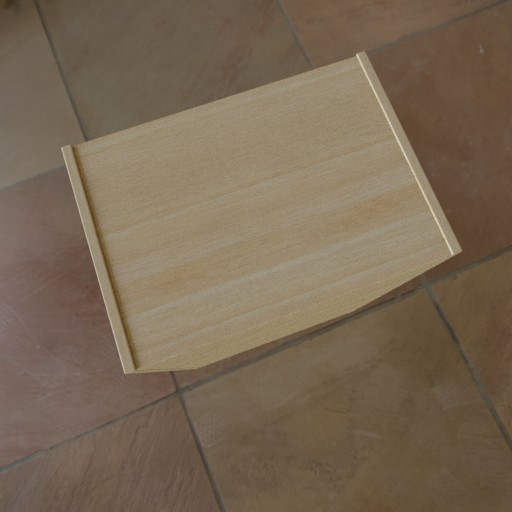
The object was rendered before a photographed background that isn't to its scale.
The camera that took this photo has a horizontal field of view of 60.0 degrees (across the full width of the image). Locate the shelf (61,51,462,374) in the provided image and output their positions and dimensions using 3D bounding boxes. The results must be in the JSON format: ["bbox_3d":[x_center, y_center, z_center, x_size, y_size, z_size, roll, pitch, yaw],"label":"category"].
[{"bbox_3d":[0.000,0.000,0.822,0.414,0.592,0.290,-19,77,-5],"label":"shelf"}]
